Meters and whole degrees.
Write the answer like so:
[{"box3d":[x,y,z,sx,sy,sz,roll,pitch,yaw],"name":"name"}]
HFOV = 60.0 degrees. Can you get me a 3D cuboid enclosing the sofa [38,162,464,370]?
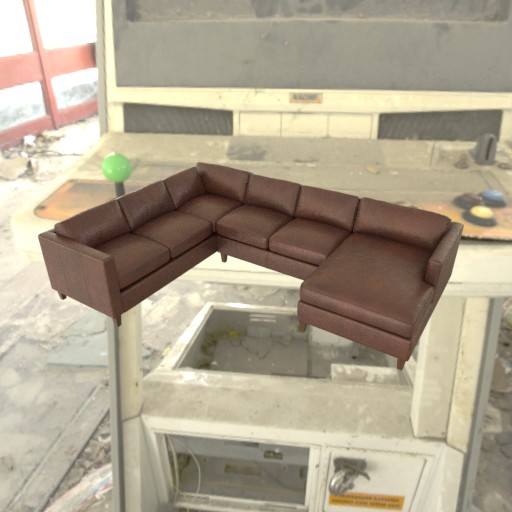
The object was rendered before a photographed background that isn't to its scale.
[{"box3d":[0.000,0.000,4.409,3.324,0.891,2.452,18,34,28],"name":"sofa"}]
